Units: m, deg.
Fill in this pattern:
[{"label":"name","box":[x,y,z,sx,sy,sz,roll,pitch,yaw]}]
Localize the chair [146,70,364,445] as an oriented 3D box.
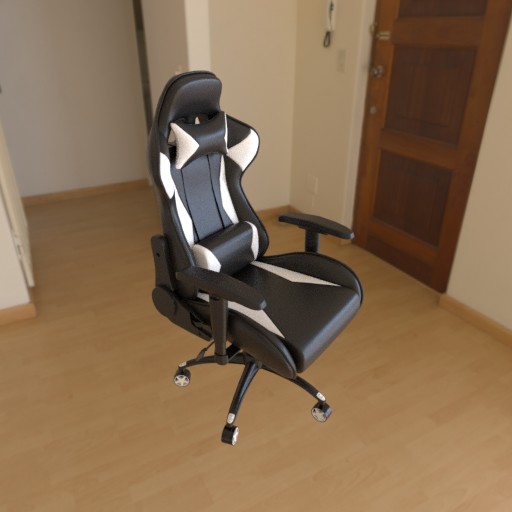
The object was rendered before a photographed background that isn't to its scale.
[{"label":"chair","box":[0.000,0.000,1.691,0.695,1.285,0.730,18,32,32]}]
